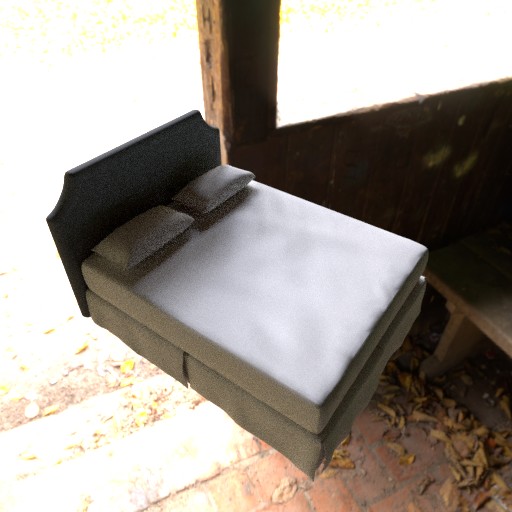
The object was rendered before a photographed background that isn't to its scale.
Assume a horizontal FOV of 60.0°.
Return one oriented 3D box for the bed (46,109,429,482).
[{"bbox_3d":[0.000,0.000,3.313,2.259,1.296,1.811,25,47,26],"label":"bed"}]
